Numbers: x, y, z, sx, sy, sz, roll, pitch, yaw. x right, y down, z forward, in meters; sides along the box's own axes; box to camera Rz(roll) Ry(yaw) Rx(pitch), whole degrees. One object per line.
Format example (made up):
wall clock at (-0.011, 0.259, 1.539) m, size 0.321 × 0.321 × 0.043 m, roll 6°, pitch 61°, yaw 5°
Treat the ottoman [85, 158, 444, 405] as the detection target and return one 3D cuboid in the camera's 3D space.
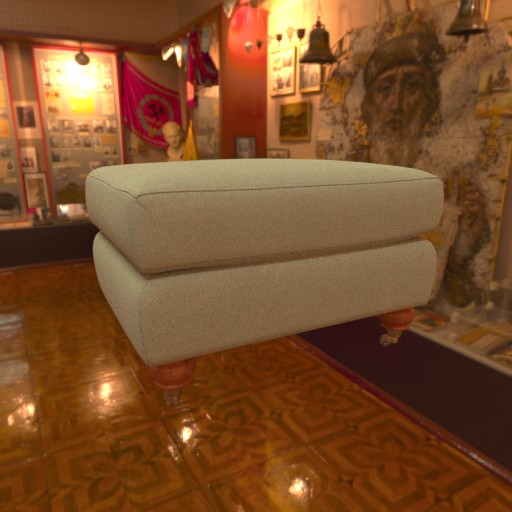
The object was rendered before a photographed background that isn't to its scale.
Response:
ottoman at (0.000, 0.000, 1.172) m, size 0.773 × 0.499 × 0.569 m, roll -7°, pitch 16°, yaw -27°
